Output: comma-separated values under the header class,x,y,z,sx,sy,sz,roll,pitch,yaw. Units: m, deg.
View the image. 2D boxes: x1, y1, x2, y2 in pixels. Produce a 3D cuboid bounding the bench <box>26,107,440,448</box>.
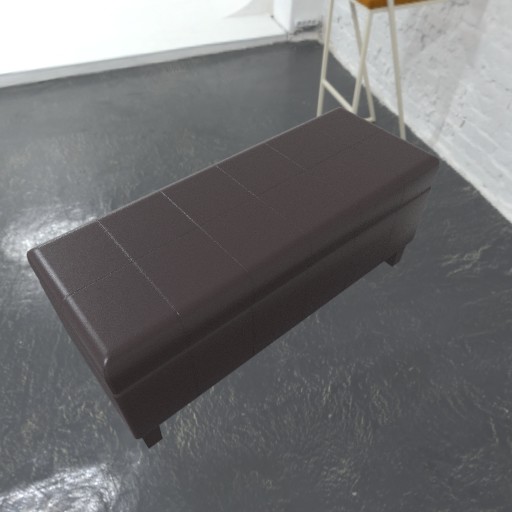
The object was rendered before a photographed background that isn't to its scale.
class,x,y,z,sx,sy,sz,roll,pitch,yaw
bench,0.000,0.000,1.334,1.092,0.457,0.429,-31,54,-26
